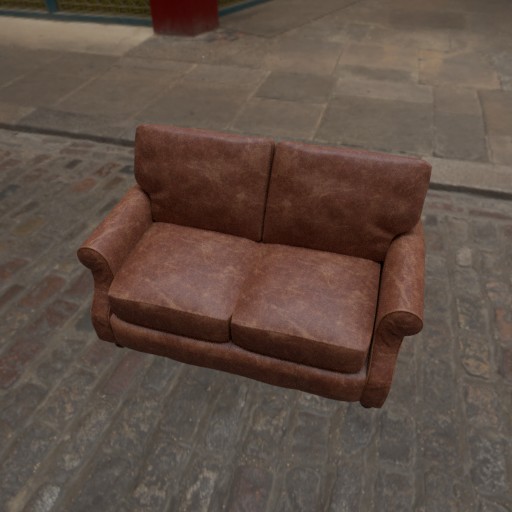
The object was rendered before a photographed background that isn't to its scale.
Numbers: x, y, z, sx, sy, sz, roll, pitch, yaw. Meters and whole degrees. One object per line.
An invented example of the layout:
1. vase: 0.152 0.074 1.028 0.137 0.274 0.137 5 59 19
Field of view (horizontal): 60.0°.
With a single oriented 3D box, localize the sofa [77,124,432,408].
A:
1. sofa: 0.000 0.000 2.260 1.616 0.967 0.990 11 42 12
